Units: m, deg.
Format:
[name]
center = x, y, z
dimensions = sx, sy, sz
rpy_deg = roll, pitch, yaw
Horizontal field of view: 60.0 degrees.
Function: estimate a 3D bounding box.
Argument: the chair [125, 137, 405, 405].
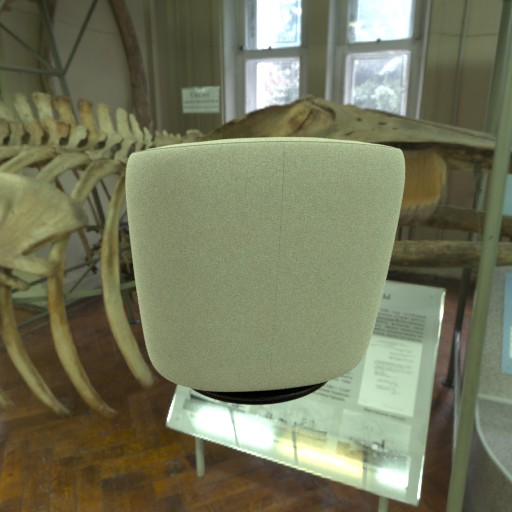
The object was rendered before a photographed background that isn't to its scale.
[chair]
center = 0.000, 0.000, 1.624
dimensions = 0.822, 0.861, 0.986
rpy_deg = -2, 16, -7
